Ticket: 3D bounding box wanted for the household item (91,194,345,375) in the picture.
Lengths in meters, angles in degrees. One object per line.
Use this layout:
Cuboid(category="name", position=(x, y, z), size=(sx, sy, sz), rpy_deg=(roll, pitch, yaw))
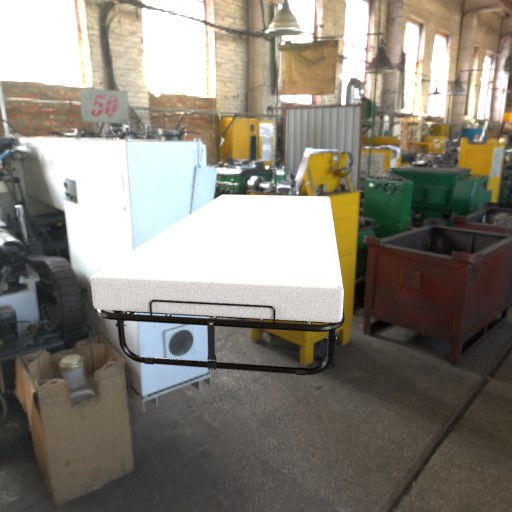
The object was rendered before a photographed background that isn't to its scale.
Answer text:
Cuboid(category="household item", position=(0.000, 0.000, 2.201), size=(0.787, 0.356, 1.905), rpy_deg=(2, 16, 8))
